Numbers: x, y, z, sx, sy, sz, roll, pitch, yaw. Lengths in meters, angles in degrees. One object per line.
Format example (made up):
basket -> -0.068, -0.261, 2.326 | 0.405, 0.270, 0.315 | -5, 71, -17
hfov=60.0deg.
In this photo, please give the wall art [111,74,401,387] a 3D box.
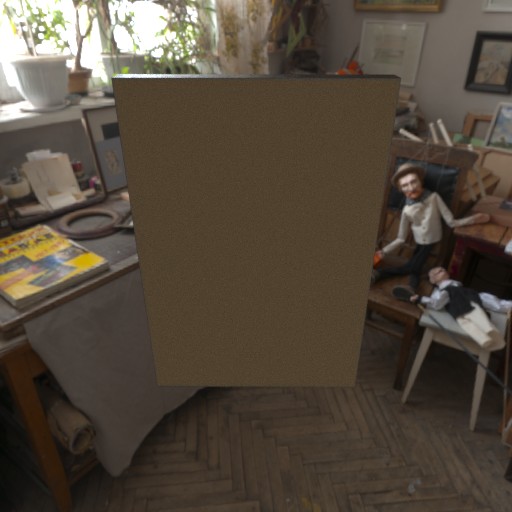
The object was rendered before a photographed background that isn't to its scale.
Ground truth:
wall art -> 0.000, 0.000, 0.603 | 0.313, 0.457, 0.031 | 0, 29, 0
